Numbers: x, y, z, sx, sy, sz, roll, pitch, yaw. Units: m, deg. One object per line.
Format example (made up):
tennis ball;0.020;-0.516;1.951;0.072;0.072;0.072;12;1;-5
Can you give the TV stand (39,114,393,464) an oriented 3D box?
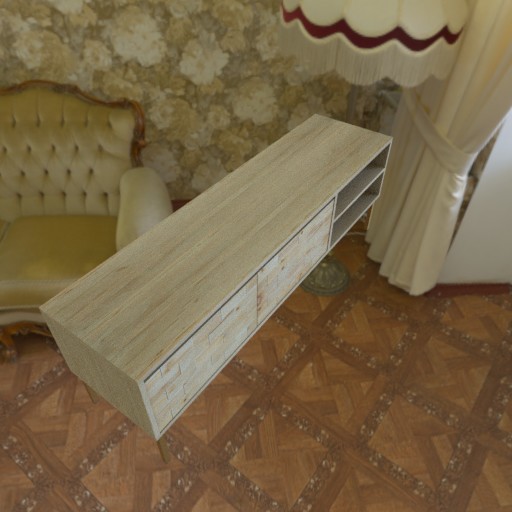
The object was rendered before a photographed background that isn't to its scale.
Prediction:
TV stand;0.000;0.000;1.878;0.420;0.550;1.600;26;49;26
